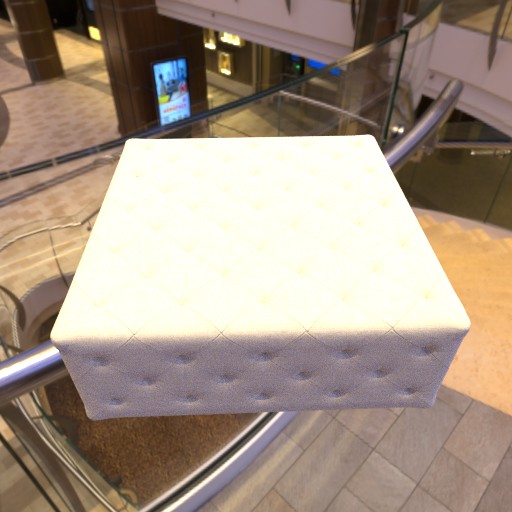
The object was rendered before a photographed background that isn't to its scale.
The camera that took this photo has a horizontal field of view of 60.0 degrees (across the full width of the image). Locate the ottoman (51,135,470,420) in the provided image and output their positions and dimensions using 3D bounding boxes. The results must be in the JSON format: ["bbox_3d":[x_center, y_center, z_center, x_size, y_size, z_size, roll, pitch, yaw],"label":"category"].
[{"bbox_3d":[0.000,0.000,1.570,1.028,0.439,1.028,-1,41,-2],"label":"ottoman"}]
